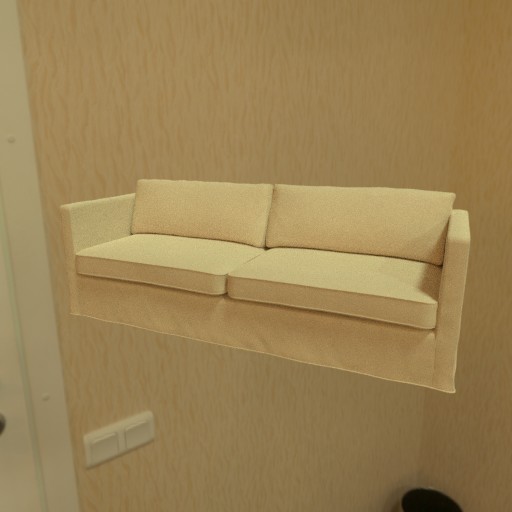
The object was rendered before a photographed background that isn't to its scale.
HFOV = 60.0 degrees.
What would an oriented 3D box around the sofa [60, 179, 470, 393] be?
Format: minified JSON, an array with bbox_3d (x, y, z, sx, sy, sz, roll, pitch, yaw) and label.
[{"bbox_3d":[0.000,0.000,3.218,2.779,0.999,1.036,6,16,23],"label":"sofa"}]
